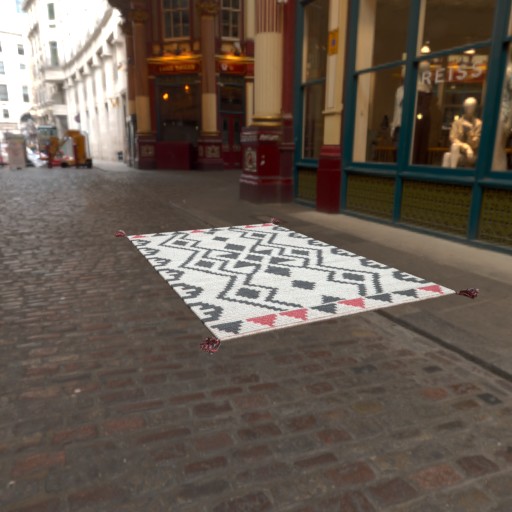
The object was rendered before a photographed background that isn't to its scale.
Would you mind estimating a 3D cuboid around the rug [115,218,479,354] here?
[{"bbox_3d":[0.000,0.000,3.408,1.741,0.066,2.672,-7,17,-24],"label":"rug"}]
